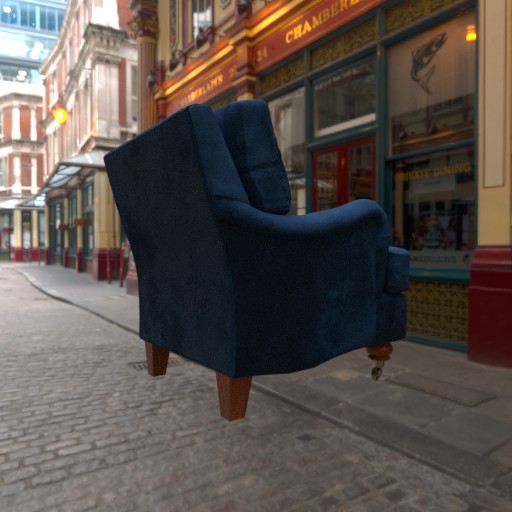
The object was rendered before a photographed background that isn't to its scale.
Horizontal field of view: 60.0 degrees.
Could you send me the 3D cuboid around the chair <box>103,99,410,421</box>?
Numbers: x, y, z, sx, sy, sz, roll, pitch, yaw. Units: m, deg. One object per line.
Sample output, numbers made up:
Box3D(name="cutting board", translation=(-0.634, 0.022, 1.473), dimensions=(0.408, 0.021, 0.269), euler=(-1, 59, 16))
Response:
Box3D(name="chair", translation=(0.000, 0.000, 1.934), dimensions=(1.078, 1.076, 0.895), euler=(0, 0, -35))
